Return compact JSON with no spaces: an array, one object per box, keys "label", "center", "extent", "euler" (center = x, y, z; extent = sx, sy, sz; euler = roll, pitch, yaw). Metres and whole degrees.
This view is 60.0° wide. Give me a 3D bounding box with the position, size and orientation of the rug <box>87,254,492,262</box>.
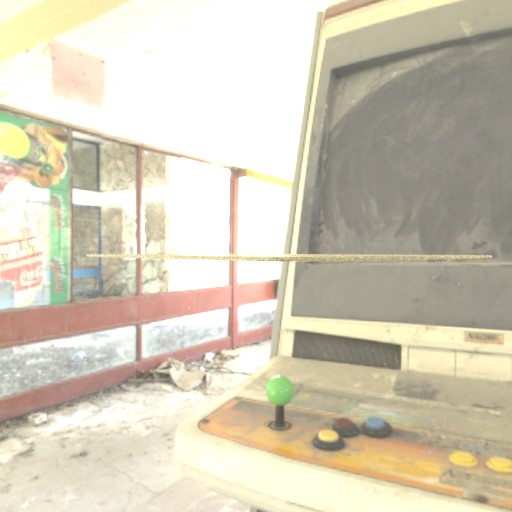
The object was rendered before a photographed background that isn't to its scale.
[{"label":"rug","center":[0.000,0.000,2.888],"extent":[1.532,0.018,2.297],"euler":[0,1,-36]}]
